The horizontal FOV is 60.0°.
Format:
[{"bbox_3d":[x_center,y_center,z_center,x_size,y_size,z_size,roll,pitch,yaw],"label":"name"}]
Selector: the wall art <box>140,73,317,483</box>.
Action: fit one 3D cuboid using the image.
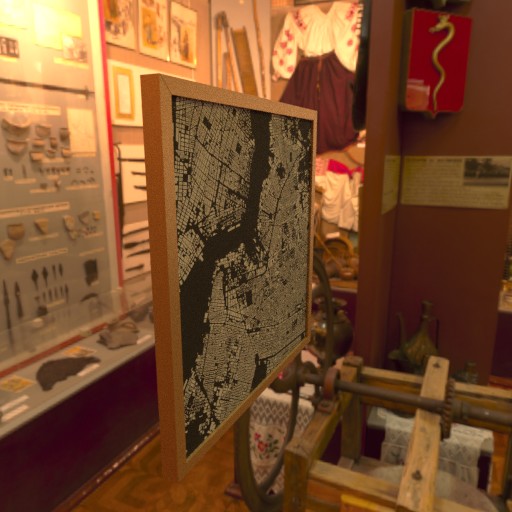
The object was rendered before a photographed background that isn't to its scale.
[{"bbox_3d":[0.000,0.000,2.861,0.099,1.926,1.926,7,15,26],"label":"wall art"}]
